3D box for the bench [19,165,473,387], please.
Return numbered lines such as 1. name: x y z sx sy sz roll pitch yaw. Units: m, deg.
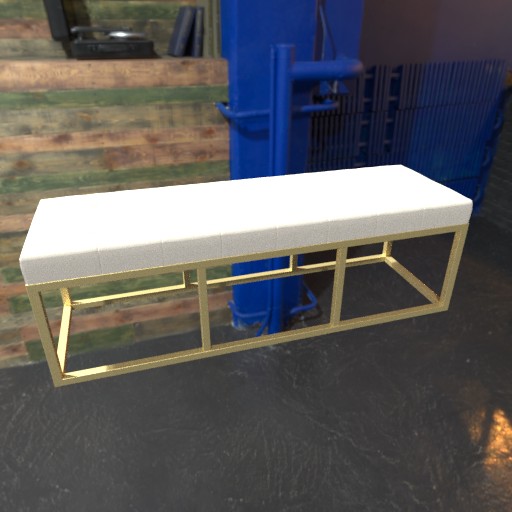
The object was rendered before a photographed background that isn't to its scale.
1. bench: 0.000 0.000 1.669 1.473 0.484 0.457 -8 29 -15
